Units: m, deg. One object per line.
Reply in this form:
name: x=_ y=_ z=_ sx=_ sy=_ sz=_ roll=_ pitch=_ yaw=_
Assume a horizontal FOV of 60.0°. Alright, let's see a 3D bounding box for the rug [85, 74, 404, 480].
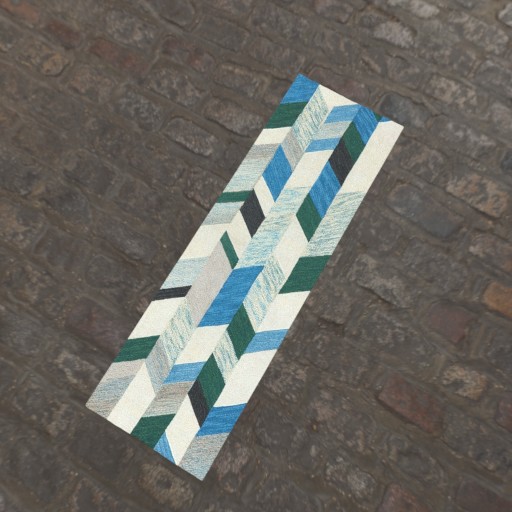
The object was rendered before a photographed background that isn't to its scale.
rug: x=0.000 y=0.000 z=2.655 sx=0.774 sy=0.008 sz=2.437 roll=30 pitch=79 yaw=7
